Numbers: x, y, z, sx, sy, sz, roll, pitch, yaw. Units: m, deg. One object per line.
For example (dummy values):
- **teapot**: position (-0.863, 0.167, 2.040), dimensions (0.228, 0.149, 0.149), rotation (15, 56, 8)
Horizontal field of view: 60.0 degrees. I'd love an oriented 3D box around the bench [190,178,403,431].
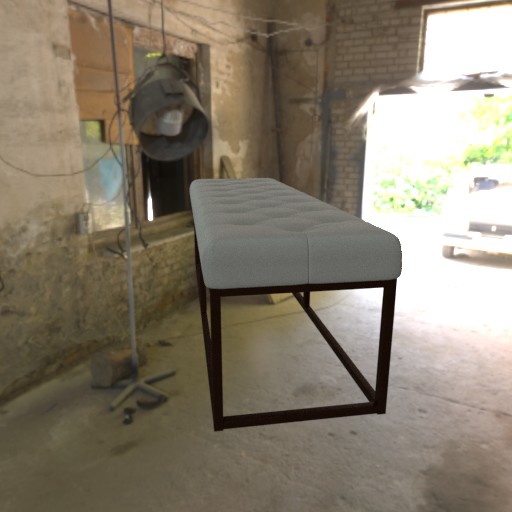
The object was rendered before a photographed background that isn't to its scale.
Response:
- **bench**: position (0.000, 0.000, 1.757), dimensions (0.479, 0.488, 1.488), rotation (-2, 15, -9)
